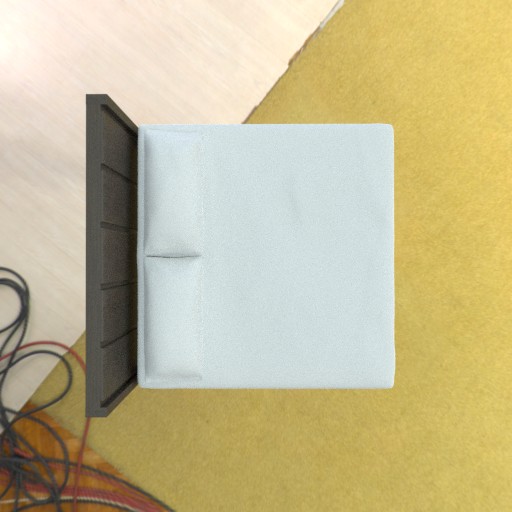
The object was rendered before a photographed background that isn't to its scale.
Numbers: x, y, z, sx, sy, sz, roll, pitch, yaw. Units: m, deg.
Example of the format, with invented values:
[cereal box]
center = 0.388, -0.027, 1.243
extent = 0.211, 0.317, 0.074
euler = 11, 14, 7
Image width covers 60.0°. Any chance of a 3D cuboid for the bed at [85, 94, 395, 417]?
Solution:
[bed]
center = 0.000, 0.000, 3.541
extent = 2.238, 1.261, 2.143
euler = 0, 90, 0
